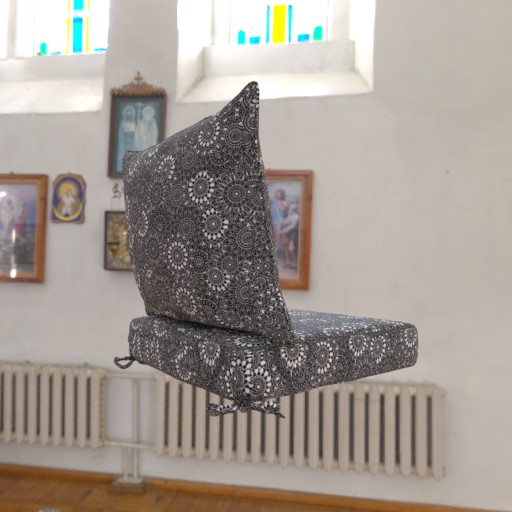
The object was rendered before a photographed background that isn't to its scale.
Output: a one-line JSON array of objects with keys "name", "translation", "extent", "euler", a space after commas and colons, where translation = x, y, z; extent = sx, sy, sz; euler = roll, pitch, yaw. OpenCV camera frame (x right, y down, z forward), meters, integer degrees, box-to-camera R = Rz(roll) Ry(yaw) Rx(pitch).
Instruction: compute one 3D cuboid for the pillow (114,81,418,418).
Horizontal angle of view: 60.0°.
[{"name": "pillow", "translation": [0.000, 0.000, 1.392], "extent": [0.740, 0.722, 0.798], "euler": [1, -2, -36]}]
